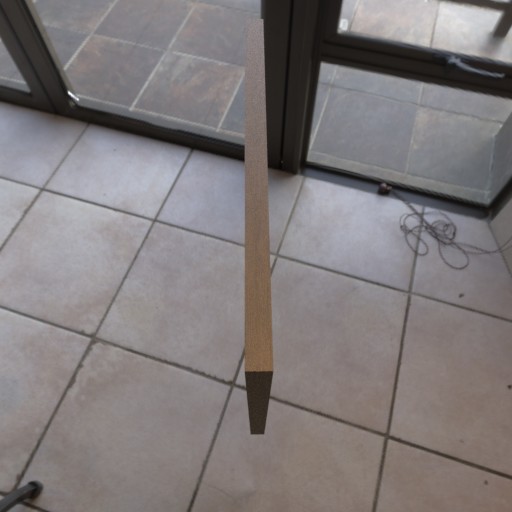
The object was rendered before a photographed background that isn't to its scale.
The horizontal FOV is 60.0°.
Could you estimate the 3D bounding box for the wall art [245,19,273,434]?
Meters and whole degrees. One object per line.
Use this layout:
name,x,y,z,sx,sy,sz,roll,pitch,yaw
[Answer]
wall art,0.000,0.000,1.115,0.039,0.758,0.758,-1,62,0
